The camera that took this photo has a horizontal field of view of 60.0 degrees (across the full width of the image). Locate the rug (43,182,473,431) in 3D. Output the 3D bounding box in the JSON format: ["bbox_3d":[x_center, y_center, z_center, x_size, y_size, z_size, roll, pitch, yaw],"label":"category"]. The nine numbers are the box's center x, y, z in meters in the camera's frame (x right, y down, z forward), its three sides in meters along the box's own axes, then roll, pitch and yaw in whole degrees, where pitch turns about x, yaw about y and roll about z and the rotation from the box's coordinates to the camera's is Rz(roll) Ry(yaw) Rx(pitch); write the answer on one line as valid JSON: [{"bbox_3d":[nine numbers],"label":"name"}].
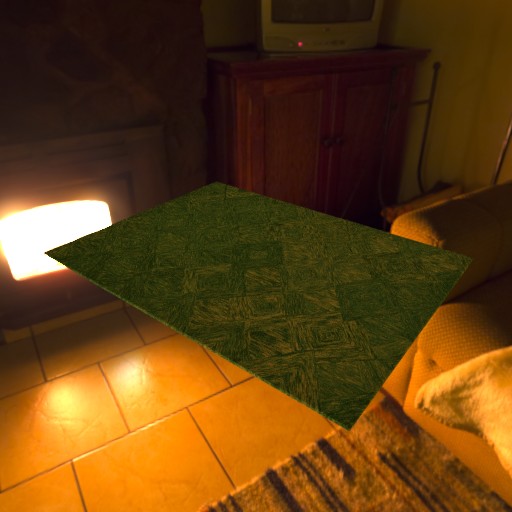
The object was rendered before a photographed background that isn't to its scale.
[{"bbox_3d":[0.000,0.000,4.135,3.217,0.027,2.405,21,36,32],"label":"rug"}]
